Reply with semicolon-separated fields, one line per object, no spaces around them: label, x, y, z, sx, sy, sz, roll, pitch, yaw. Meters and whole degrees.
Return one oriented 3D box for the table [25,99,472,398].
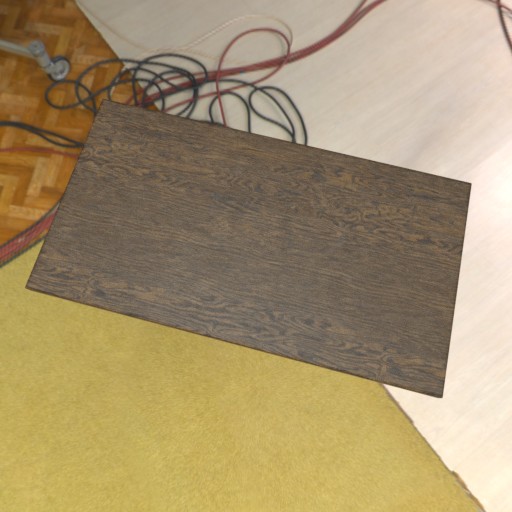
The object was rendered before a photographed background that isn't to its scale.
table;0.000;0.000;2.556;1.989;0.795;1.078;14;74;4
